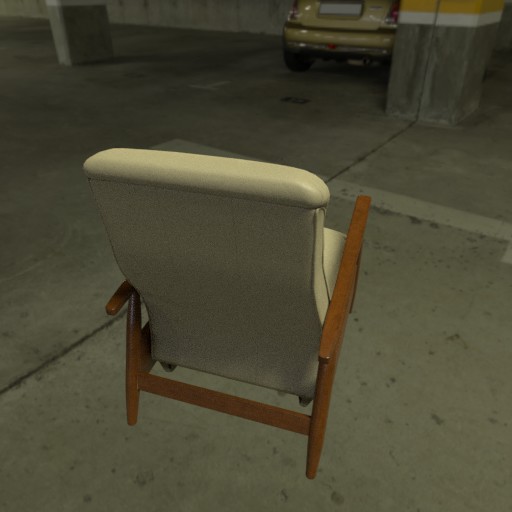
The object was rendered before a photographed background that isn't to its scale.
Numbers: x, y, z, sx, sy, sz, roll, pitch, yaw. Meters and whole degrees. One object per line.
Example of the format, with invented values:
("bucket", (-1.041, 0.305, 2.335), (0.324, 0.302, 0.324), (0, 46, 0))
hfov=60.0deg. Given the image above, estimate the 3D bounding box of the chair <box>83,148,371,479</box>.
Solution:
("chair", (0.000, 0.000, 1.716), (0.762, 1.082, 1.014), (10, 33, 15))
